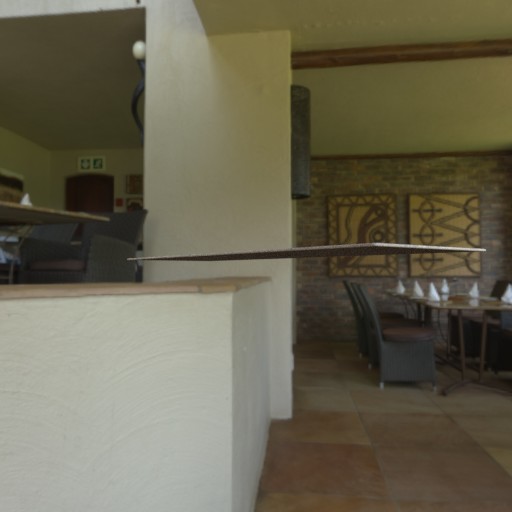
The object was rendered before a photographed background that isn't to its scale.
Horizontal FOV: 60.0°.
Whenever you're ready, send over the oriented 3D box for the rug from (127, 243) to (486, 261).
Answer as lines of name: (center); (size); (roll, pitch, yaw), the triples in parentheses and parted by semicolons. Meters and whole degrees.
rug: (0.000, 0.000, 2.721); (0.750, 0.011, 2.435); (1, -2, -36)
